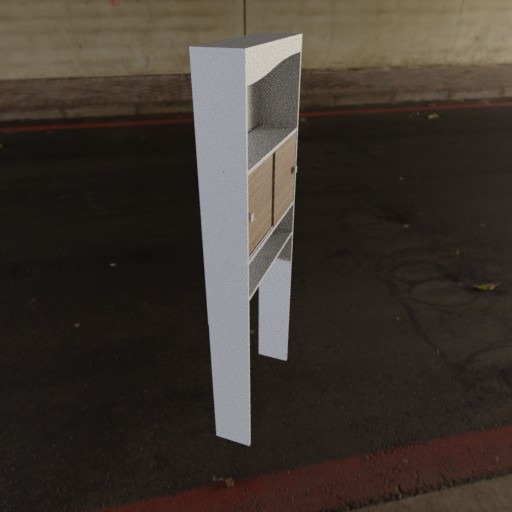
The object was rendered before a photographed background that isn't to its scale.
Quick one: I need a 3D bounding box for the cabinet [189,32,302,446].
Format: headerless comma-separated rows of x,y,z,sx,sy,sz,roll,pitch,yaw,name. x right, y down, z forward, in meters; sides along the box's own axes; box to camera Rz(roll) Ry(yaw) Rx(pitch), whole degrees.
0.000,0.000,2.007,0.192,1.770,0.643,10,32,17,cabinet
